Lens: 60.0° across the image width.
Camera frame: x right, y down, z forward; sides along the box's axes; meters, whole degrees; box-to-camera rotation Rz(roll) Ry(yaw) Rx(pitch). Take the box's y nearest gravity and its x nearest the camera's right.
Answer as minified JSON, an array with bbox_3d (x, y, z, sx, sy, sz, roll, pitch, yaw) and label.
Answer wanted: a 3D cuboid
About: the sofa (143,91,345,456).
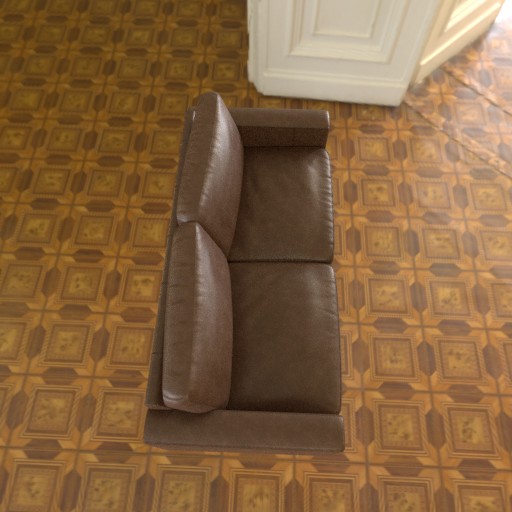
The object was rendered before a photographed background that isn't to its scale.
[{"bbox_3d":[0.000,0.000,2.709,1.016,0.873,2.179,2,64,1],"label":"sofa"}]
